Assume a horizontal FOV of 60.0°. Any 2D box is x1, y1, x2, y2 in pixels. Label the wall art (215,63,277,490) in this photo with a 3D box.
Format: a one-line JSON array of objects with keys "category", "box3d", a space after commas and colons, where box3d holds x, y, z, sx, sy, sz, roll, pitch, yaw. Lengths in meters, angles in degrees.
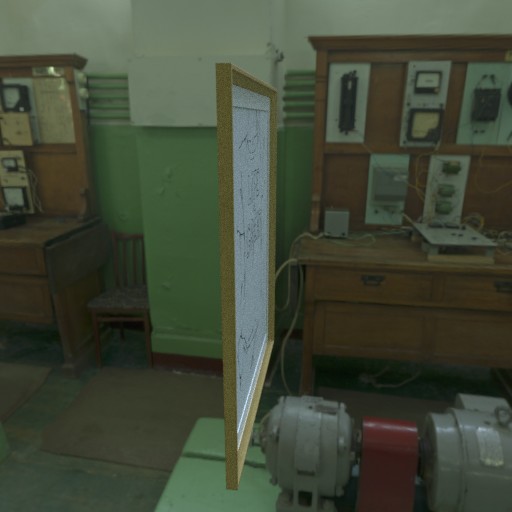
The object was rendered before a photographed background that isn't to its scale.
[{"category": "wall art", "box3d": [0.000, 0.000, 1.357, 0.030, 1.002, 0.798, 3, 17, 8]}]
